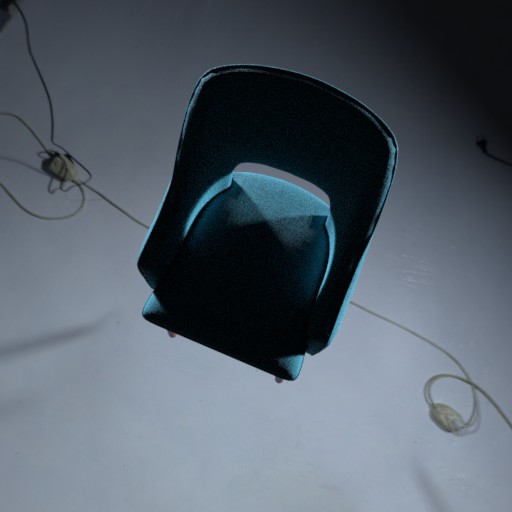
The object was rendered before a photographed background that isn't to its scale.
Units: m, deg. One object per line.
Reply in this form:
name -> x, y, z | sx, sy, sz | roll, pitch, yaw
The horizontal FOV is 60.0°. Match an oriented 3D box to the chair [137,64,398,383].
chair -> 0.000, 0.000, 1.243 | 0.548, 0.849, 0.605 | 22, 77, 5
